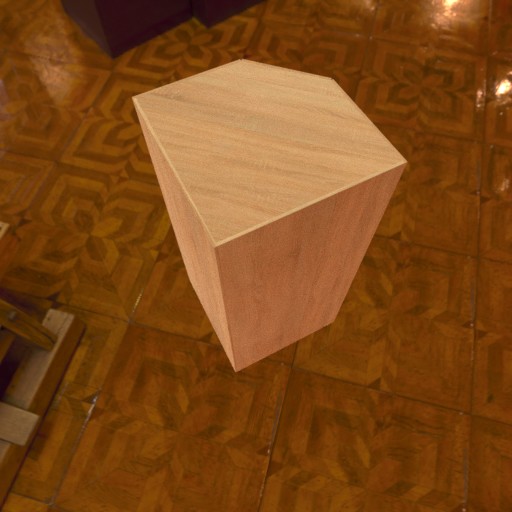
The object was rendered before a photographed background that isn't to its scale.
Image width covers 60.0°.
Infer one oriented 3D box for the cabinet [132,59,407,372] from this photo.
[{"bbox_3d":[0.000,0.000,2.932,1.327,2.120,1.094,16,63,8],"label":"cabinet"}]
